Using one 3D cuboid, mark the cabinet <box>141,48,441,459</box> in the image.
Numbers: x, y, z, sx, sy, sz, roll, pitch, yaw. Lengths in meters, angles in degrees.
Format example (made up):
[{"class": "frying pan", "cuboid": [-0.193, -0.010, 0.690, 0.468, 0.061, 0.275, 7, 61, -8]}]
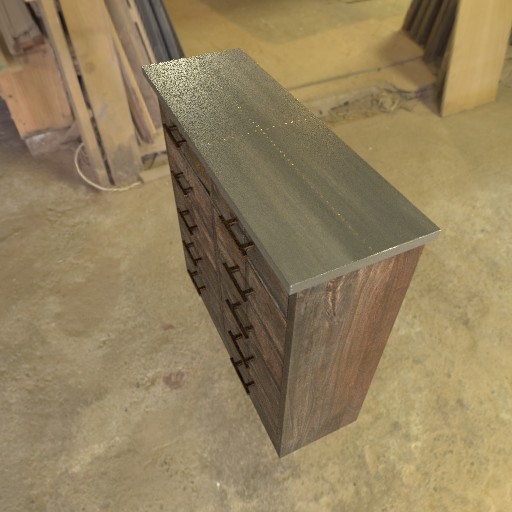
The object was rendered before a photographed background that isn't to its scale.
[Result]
[{"class": "cabinet", "cuboid": [0.000, 0.000, 1.441, 0.338, 0.919, 0.968, -19, 49, -17]}]
